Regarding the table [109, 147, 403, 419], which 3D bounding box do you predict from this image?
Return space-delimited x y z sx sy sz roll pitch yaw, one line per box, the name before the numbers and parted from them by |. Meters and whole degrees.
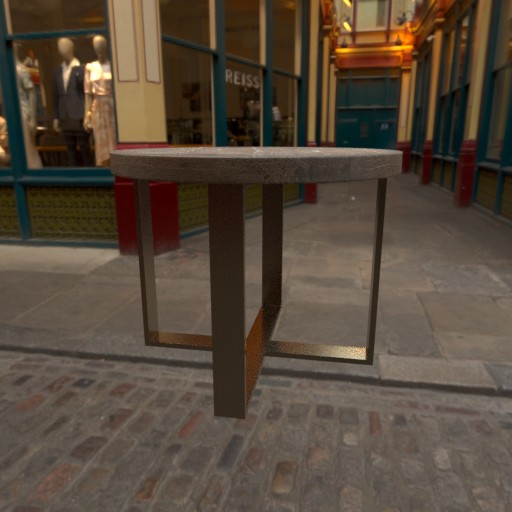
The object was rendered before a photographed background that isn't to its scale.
table | 0.000 0.000 0.942 0.557 0.437 0.557 0 15 0
